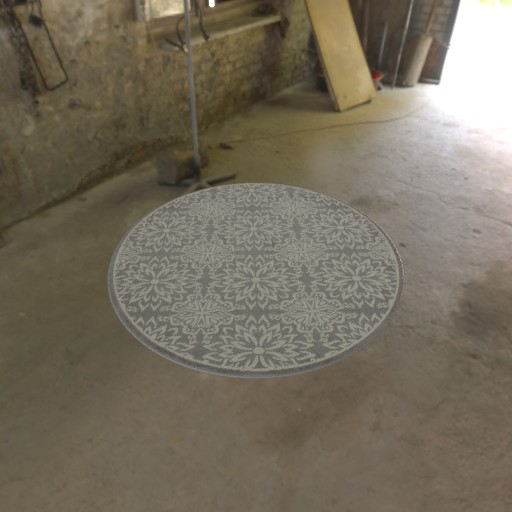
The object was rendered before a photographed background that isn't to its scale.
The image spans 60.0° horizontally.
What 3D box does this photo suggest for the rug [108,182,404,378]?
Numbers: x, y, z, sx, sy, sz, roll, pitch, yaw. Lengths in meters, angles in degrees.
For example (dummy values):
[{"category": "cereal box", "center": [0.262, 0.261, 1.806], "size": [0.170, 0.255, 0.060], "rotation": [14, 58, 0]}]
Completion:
[{"category": "rug", "center": [0.000, 0.000, 2.456], "size": [1.593, 0.012, 1.593], "rotation": [0, 40, 0]}]
